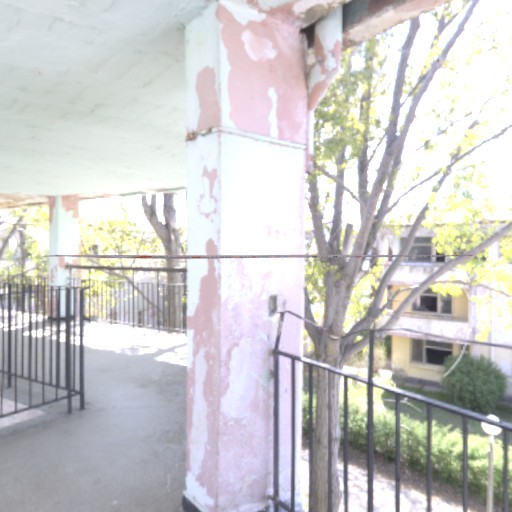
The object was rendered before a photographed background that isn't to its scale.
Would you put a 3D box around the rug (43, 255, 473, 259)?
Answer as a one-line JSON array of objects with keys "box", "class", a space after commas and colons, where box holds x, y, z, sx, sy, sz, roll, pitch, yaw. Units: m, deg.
[{"box": [0.000, 0.000, 3.864, 3.029, 0.022, 2.263, 0, 0, -36], "class": "rug"}]
